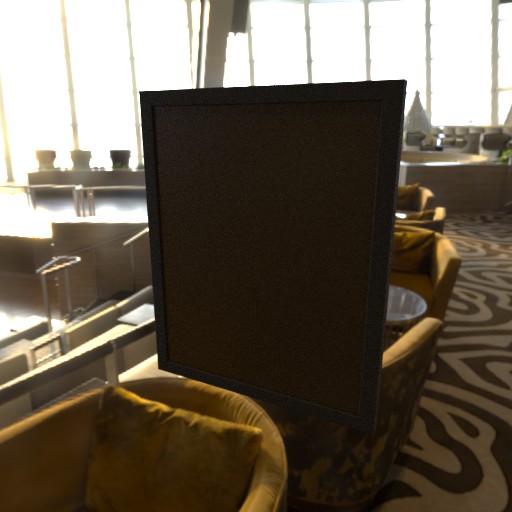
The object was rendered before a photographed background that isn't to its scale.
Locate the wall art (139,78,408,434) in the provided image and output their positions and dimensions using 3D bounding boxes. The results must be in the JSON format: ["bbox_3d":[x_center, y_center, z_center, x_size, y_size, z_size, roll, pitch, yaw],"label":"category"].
[{"bbox_3d":[0.000,0.000,0.777,0.457,0.558,0.028,8,18,26],"label":"wall art"}]
